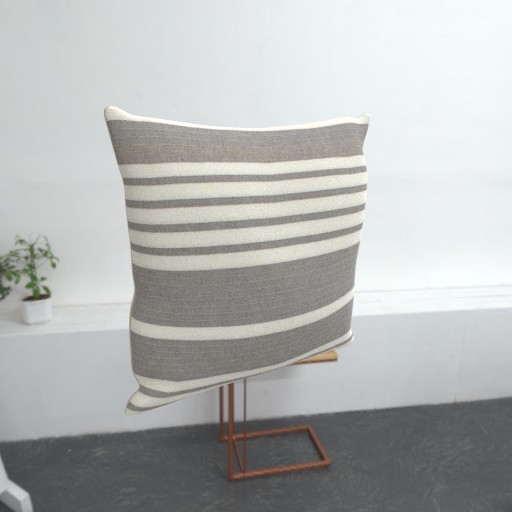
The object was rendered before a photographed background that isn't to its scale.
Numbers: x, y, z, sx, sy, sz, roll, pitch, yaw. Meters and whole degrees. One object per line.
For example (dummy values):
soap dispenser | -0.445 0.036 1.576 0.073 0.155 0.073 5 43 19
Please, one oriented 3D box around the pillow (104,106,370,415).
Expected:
pillow | 0.000 0.000 0.695 0.439 0.440 0.182 -10 20 -28
